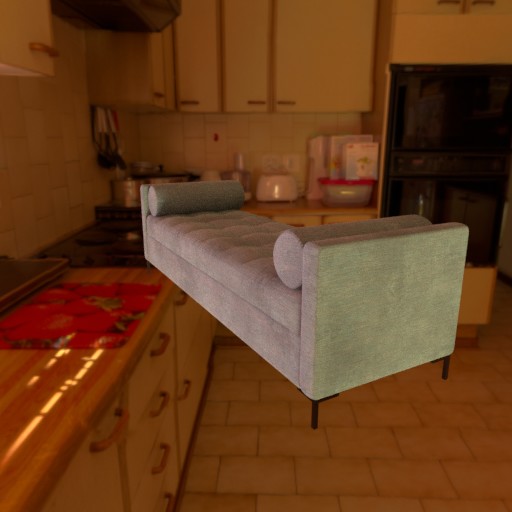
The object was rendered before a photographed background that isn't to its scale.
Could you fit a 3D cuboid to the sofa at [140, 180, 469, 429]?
[{"bbox_3d":[0.000,0.000,2.355,0.686,0.635,1.981,-8,17,-28],"label":"sofa"}]
